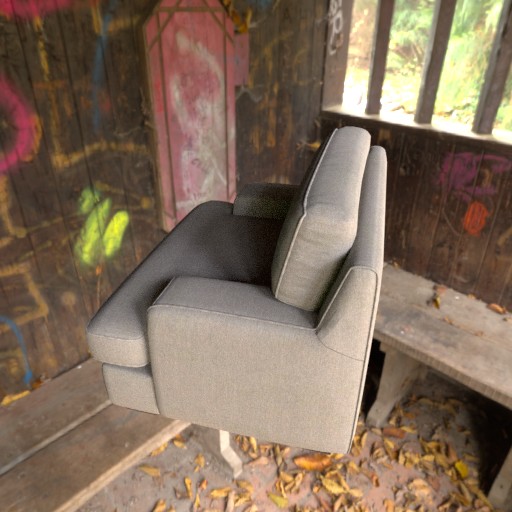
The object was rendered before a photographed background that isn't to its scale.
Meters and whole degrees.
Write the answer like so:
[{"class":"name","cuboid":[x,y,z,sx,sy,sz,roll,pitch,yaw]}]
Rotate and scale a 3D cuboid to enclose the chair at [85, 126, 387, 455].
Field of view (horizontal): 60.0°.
[{"class":"chair","cuboid":[0.000,0.000,1.991,1.043,0.974,1.270,8,31,13]}]
